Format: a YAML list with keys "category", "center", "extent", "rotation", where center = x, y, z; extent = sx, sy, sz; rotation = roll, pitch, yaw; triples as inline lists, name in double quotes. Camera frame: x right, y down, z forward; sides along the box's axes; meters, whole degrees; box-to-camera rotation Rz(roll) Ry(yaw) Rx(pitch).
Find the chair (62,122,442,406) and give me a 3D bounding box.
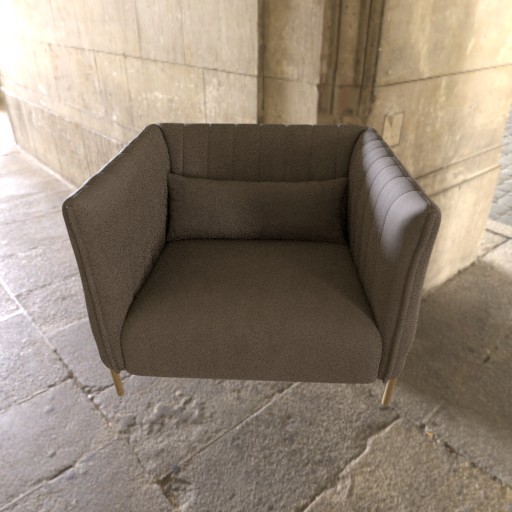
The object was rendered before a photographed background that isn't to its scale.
- category: "chair"
  center: [0.000, 0.000, 1.603]
  extent: [0.981, 0.779, 0.873]
  rotation: [1, 29, 2]
